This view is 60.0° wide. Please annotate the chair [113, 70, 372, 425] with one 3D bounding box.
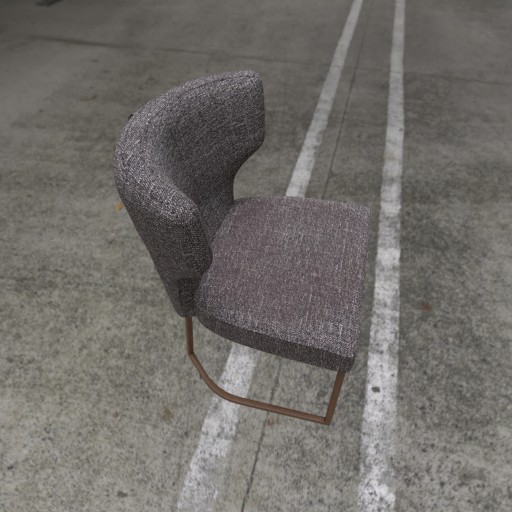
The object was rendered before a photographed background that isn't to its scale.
[{"bbox_3d":[0.000,0.000,1.262,0.617,0.824,0.611,10,48,9],"label":"chair"}]
